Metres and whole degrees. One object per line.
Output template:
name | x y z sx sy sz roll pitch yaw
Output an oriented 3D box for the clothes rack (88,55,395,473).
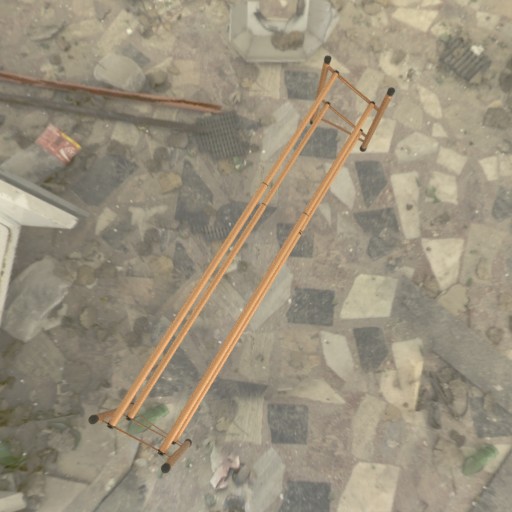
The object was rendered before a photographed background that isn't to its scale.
clothes rack | 0.000 0.000 1.312 0.229 0.349 1.168 30 78 7
